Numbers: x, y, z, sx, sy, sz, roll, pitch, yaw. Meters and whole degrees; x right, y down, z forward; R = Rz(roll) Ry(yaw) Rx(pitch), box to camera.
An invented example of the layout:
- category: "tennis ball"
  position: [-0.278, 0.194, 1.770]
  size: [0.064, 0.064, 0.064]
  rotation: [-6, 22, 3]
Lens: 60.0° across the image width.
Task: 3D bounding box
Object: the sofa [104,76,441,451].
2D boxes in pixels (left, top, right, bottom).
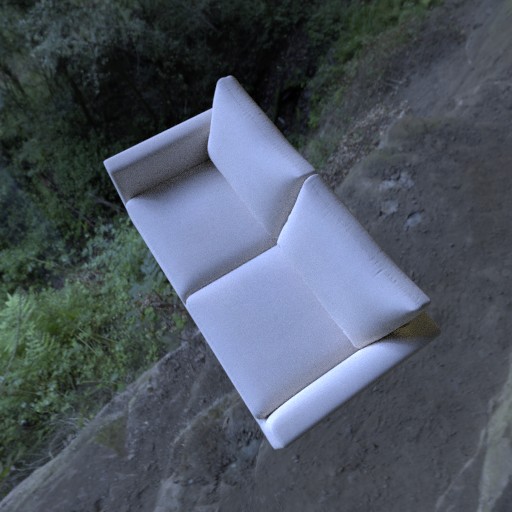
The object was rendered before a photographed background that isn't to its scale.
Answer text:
- category: "sofa"
  position: [0.000, 0.000, 2.386]
  size: [0.906, 0.995, 1.739]
  rotation: [-31, 68, -14]
